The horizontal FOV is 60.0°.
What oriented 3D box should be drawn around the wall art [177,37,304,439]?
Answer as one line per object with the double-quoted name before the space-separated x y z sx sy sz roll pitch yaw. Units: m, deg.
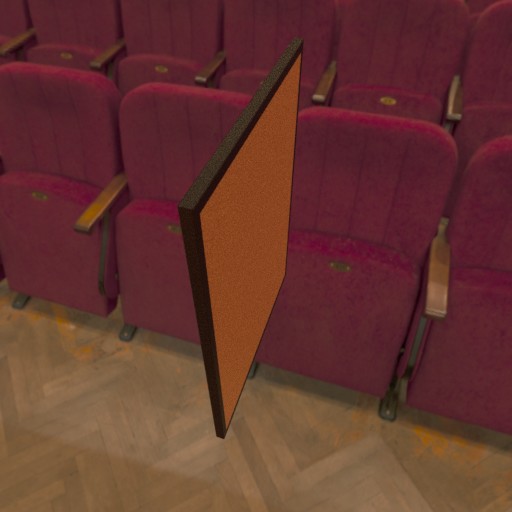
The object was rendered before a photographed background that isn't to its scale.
"wall art" 0.000 0.000 1.384 0.030 1.027 0.774 14 48 12
